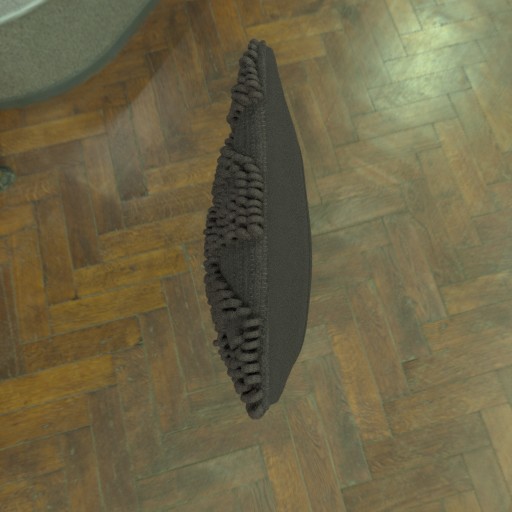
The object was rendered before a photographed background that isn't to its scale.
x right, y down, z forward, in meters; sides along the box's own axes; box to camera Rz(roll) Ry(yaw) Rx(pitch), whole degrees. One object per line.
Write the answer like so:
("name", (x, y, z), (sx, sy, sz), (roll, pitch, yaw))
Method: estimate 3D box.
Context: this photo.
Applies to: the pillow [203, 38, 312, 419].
("pillow", (0.000, 0.000, 0.727), (0.172, 0.467, 0.470), (0, 75, 0))
